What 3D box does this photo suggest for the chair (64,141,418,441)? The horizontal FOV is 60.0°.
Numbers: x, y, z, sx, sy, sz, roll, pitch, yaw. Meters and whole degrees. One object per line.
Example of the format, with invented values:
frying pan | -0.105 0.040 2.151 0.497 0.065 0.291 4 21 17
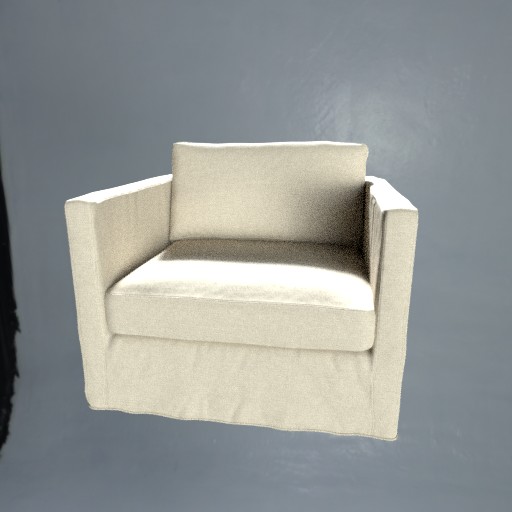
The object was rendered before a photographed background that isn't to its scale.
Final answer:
chair | 0.000 0.000 1.744 1.057 0.867 0.949 3 16 9
